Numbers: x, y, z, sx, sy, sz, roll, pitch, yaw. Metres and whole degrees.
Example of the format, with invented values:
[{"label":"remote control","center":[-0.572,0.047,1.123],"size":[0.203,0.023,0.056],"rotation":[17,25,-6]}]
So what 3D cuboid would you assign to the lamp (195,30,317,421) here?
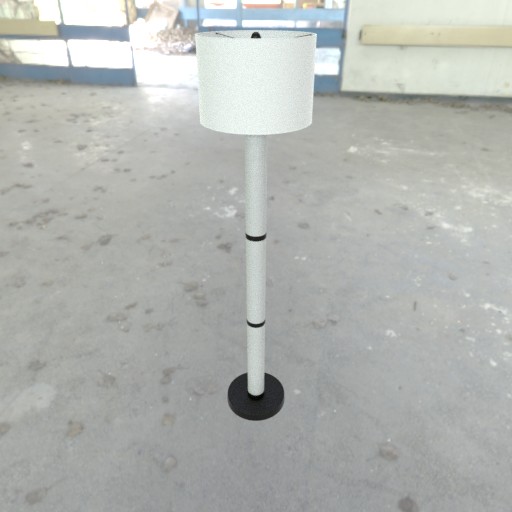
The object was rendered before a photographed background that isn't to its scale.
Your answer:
[{"label":"lamp","center":[0.000,0.000,1.768],"size":[0.377,1.599,0.377],"rotation":[7,31,12]}]
